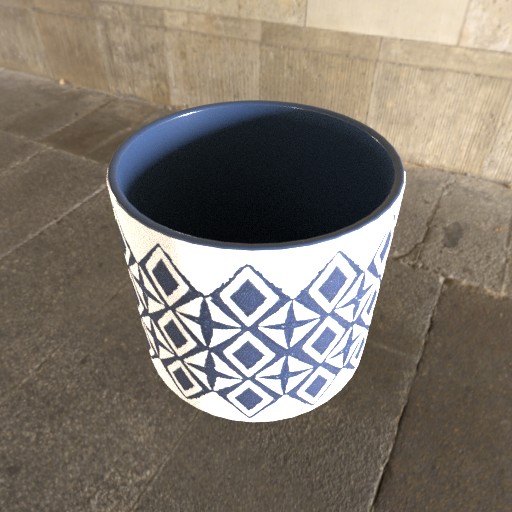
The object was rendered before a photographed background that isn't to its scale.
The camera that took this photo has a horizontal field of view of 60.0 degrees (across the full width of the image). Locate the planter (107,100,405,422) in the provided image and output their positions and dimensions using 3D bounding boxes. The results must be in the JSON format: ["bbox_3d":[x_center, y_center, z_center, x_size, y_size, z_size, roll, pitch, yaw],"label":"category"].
[{"bbox_3d":[0.000,0.000,0.288,0.159,0.144,0.159,0,41,0],"label":"planter"}]
